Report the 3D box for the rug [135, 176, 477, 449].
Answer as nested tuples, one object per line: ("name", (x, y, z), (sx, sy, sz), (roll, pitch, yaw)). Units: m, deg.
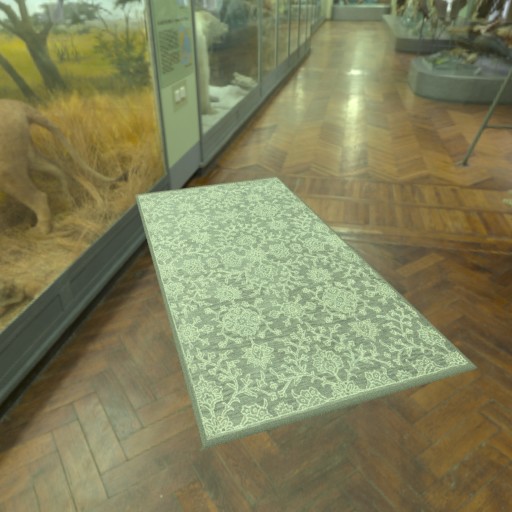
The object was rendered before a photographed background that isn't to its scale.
("rug", (0.000, 0.000, 3.464), (1.546, 0.011, 3.048), (-10, 33, -16))
